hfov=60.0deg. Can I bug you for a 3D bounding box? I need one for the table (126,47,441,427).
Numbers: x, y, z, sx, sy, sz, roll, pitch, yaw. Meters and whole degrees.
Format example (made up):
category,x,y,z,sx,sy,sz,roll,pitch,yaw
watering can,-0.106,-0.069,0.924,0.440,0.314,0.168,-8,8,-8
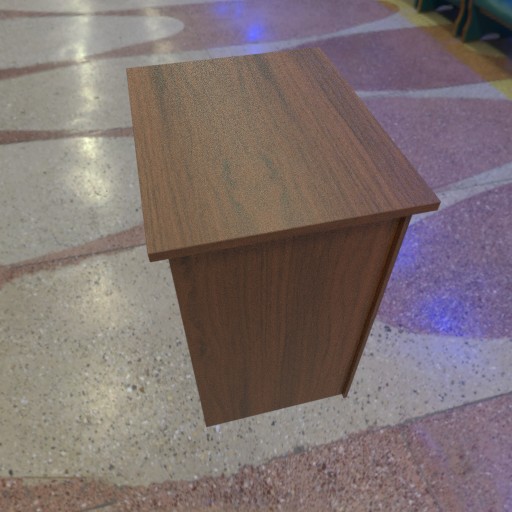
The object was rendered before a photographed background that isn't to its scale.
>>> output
category,x,y,z,sx,sy,sz,roll,pitch,yaw
table,0.000,0.000,0.941,0.381,0.636,0.480,-11,49,-9
